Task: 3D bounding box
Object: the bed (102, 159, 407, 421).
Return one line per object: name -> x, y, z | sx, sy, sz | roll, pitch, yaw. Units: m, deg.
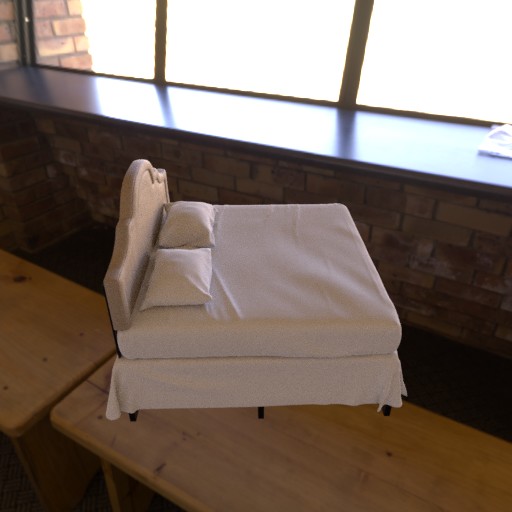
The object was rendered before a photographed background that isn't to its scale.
bed -> 0.000, 0.000, 3.813 | 2.222, 1.631, 2.303 | -1, 32, -1
